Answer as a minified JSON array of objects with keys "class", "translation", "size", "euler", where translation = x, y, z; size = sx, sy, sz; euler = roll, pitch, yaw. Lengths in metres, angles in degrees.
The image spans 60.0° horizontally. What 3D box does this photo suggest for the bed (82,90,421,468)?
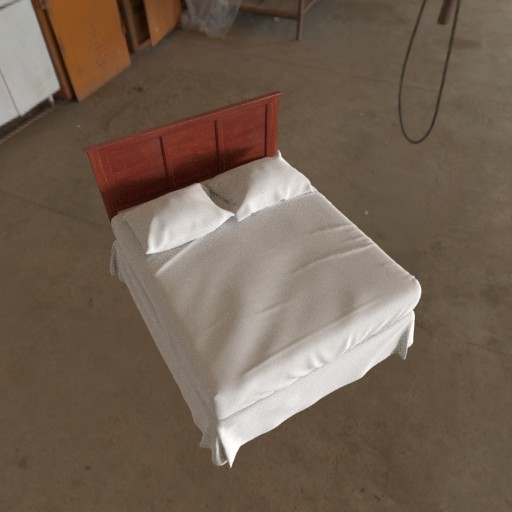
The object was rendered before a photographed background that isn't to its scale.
[{"class":"bed","translation":[0.000,0.000,3.278],"size":[1.870,1.270,2.050],"euler":[-24,51,-20]}]
